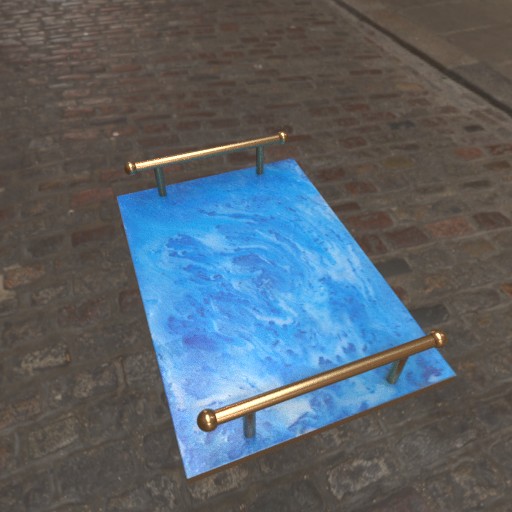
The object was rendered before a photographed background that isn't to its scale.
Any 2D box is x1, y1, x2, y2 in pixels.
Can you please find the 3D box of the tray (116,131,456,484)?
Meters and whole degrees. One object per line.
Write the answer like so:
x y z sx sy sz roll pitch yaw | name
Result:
0.000 0.000 0.571 0.304 0.084 0.444 -15 48 -14 | tray
